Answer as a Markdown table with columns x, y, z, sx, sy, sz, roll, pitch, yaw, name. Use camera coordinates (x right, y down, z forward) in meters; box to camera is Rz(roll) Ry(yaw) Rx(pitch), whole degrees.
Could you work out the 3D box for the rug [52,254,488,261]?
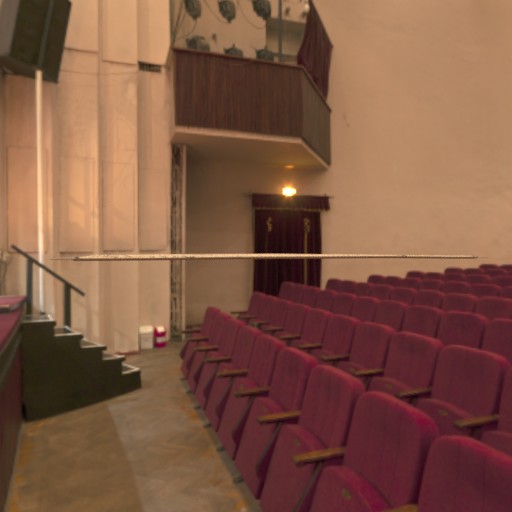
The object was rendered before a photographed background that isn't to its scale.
| x | y | z | sx | sy | sz | roll | pitch | yaw | name |
| --- | --- | --- | --- | --- | --- | --- | --- | --- | --- |
| 0.000 | 0.000 | 3.873 | 3.027 | 0.028 | 2.125 | 0 | 1 | -18 | rug |
